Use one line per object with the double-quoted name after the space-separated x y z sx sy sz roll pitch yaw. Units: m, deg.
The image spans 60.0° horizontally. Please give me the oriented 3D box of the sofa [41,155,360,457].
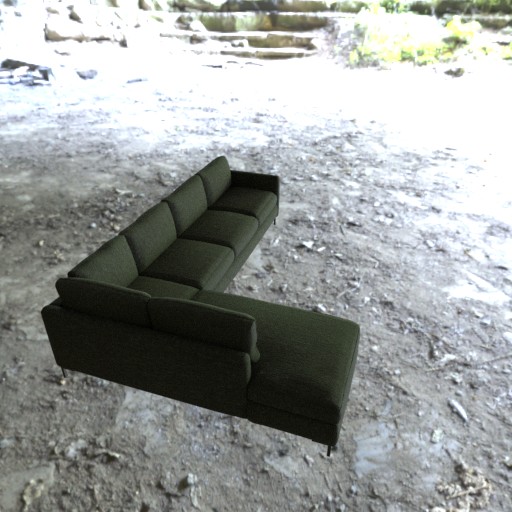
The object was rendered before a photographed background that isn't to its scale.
0.000 0.000 3.881 2.007 0.815 2.949 10 32 16 "sofa"
